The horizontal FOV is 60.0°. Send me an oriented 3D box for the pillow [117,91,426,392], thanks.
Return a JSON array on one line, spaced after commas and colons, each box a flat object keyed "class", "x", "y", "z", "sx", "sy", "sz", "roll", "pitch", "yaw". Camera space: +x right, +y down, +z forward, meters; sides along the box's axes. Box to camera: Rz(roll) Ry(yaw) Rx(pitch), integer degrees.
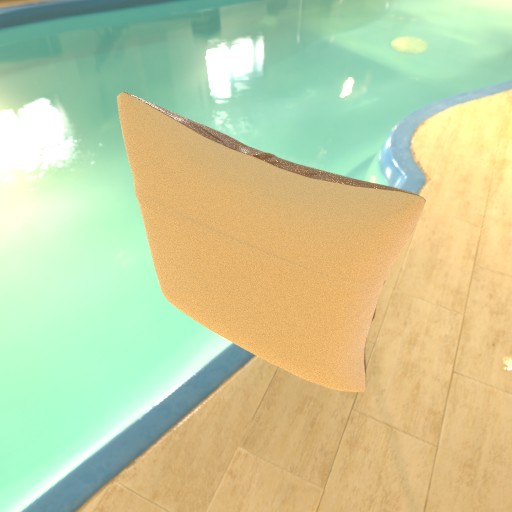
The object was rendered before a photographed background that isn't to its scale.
[{"class": "pillow", "x": 0.000, "y": 0.000, "z": 0.750, "sx": 0.484, "sy": 0.470, "sz": 0.192, "roll": 24, "pitch": 51, "yaw": 21}]
